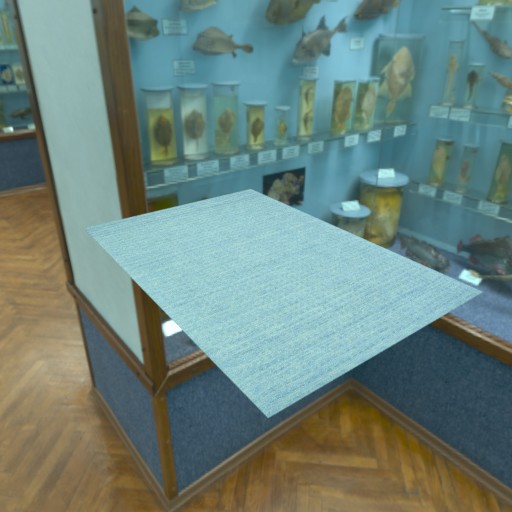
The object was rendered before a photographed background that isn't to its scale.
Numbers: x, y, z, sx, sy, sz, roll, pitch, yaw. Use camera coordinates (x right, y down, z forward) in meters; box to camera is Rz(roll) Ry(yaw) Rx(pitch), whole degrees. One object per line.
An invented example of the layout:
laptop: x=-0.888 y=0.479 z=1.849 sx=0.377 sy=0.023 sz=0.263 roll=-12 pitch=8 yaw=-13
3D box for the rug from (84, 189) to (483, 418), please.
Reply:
rug: x=0.000 y=0.000 z=3.748 sx=1.982 sy=0.006 sz=2.895 roll=-19 pitch=32 yaw=-32
